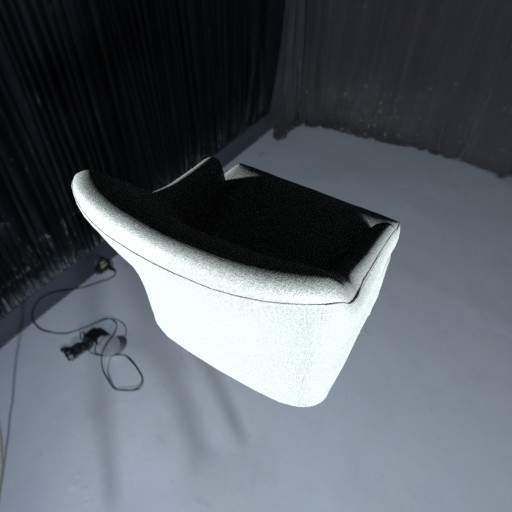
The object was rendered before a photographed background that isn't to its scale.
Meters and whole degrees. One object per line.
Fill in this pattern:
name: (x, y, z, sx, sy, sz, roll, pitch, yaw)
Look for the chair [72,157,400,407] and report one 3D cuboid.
chair: (0.000, 0.000, 1.586, 0.864, 0.856, 0.923, 25, 51, 22)
